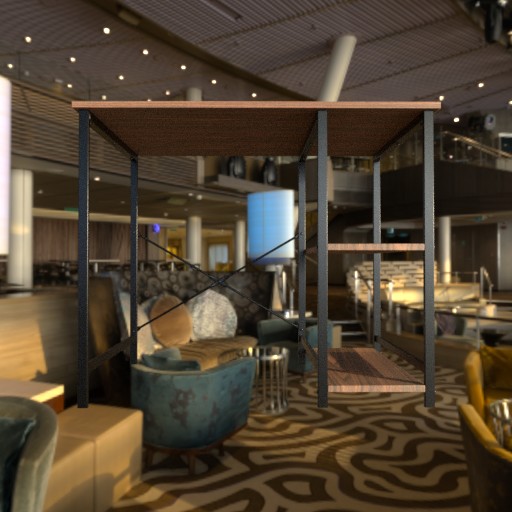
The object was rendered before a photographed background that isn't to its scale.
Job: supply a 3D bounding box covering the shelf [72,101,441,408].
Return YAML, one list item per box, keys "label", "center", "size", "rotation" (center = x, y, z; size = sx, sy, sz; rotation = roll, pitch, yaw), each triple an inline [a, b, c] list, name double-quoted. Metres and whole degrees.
- label: "shelf"
  center: [0.000, 0.000, 1.327]
  size: [0.902, 0.750, 0.498]
  rotation: [0, -1, 0]
